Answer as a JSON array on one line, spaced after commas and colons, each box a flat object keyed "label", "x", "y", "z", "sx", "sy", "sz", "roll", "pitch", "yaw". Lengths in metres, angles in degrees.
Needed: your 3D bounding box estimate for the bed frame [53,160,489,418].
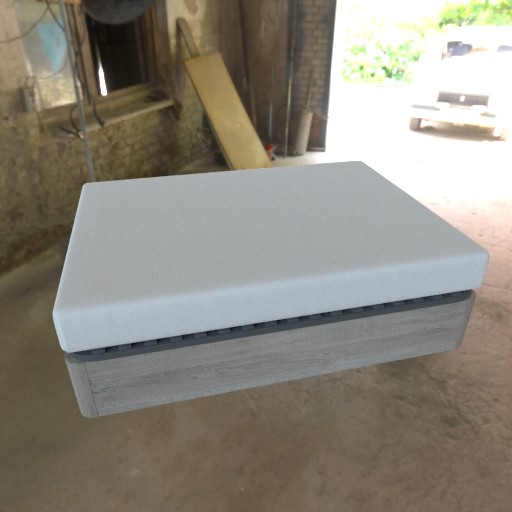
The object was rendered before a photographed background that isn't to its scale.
[{"label": "bed frame", "x": 0.000, "y": 0.000, "z": 2.524, "sx": 1.900, "sy": 0.561, "sz": 1.400, "roll": -7, "pitch": 31, "yaw": -12}]
